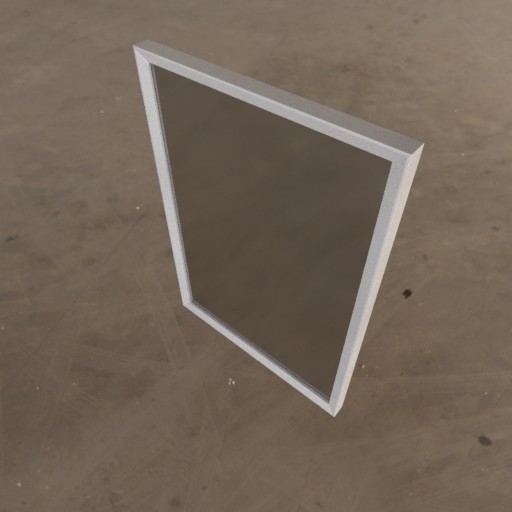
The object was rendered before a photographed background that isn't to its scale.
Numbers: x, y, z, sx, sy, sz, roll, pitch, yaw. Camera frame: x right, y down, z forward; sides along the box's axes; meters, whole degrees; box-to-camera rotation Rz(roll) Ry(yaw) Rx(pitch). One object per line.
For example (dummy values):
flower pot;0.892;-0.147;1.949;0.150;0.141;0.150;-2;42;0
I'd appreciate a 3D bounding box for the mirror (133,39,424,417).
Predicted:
mirror;0.000;0.000;0.896;0.507;0.710;0.039;31;54;26
